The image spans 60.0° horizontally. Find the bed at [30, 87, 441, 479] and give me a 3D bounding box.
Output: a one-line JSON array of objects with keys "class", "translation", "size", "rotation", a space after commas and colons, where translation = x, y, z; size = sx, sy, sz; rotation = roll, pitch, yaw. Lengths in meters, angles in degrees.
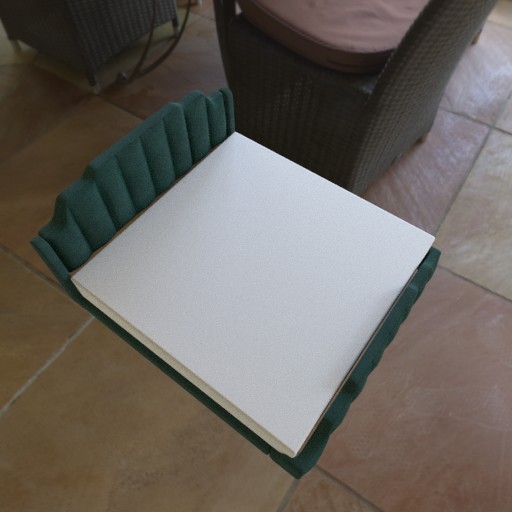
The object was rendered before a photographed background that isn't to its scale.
[{"class": "bed", "translation": [0.000, 0.000, 3.414], "size": [2.340, 1.245, 2.074], "rotation": [32, 63, 19]}]
